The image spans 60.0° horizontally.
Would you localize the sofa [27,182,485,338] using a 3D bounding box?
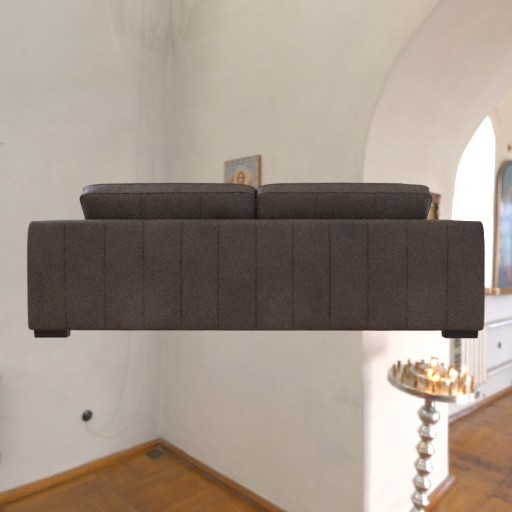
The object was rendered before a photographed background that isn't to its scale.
[{"bbox_3d":[0.000,0.000,2.689,2.262,0.801,1.070,0,1,0],"label":"sofa"}]
